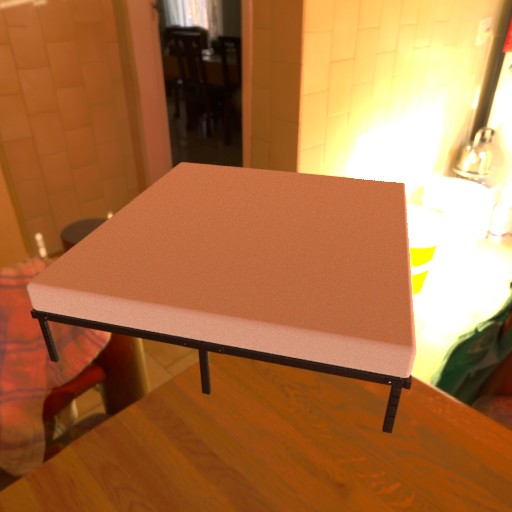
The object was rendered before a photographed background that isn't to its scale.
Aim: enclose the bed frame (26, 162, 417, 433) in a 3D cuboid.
[{"bbox_3d":[0.000,0.000,3.914,2.526,0.680,2.635,8,31,13],"label":"bed frame"}]
